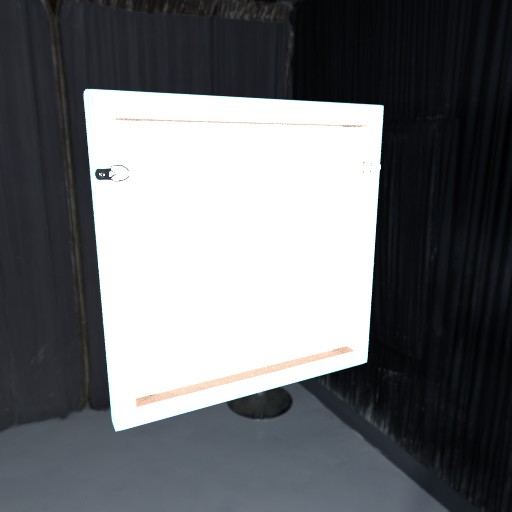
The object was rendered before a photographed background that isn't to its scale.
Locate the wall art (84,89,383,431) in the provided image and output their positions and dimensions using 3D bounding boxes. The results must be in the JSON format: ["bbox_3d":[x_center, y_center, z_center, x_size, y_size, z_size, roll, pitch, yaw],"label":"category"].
[{"bbox_3d":[0.000,0.000,1.599,1.071,1.073,0.070,-7,15,-27],"label":"wall art"}]
